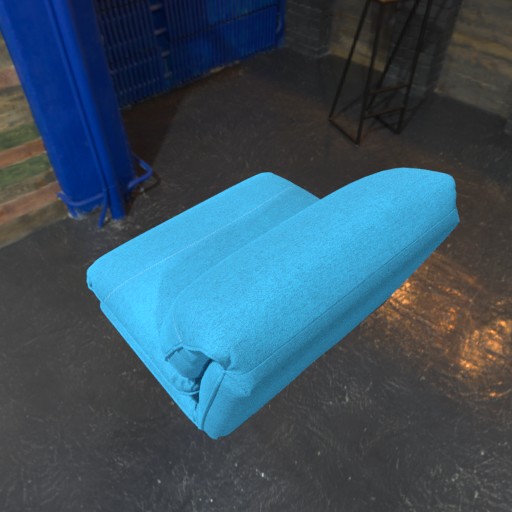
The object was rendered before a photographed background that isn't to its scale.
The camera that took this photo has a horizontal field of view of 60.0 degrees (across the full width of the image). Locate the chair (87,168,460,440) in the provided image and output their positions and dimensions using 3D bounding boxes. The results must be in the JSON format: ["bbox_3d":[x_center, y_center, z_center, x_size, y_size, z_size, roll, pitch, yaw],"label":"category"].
[{"bbox_3d":[0.000,0.000,1.318,0.820,0.580,0.780,-33,54,-28],"label":"chair"}]
